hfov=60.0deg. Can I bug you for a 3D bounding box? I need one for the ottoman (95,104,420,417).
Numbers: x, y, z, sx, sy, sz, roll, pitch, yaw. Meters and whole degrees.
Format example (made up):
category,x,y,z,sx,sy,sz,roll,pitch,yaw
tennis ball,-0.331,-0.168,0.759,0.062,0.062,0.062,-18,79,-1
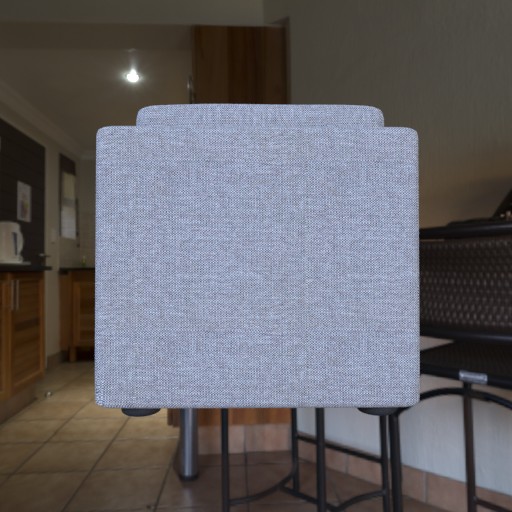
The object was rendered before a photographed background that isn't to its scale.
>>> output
category,x,y,z,sx,sy,sz,roll,pitch,yaw
ottoman,0.000,0.000,0.824,0.450,0.460,0.450,0,-1,-1
